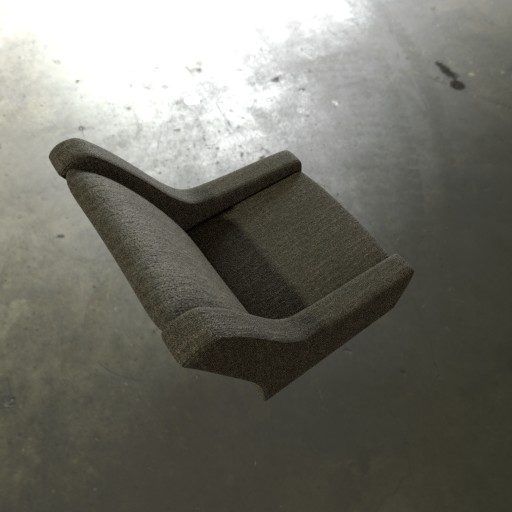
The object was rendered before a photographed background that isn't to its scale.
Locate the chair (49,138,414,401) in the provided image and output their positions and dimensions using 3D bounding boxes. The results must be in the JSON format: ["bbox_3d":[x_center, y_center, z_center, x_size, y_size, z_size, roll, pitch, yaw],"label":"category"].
[{"bbox_3d":[0.000,0.000,1.664,0.944,1.012,0.793,-31,62,-18],"label":"chair"}]
